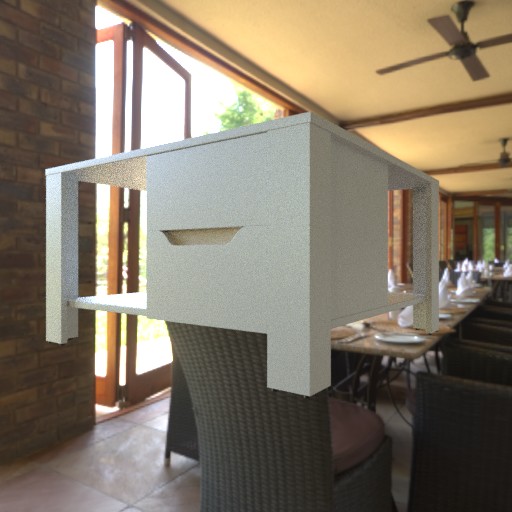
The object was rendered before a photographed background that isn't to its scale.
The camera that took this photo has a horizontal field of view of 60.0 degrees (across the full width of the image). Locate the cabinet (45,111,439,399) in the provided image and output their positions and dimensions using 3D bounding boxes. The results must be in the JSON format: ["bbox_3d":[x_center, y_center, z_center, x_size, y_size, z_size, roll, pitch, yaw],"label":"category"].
[{"bbox_3d":[0.000,0.000,1.263,0.800,0.460,0.800,0,0,36],"label":"cabinet"}]
